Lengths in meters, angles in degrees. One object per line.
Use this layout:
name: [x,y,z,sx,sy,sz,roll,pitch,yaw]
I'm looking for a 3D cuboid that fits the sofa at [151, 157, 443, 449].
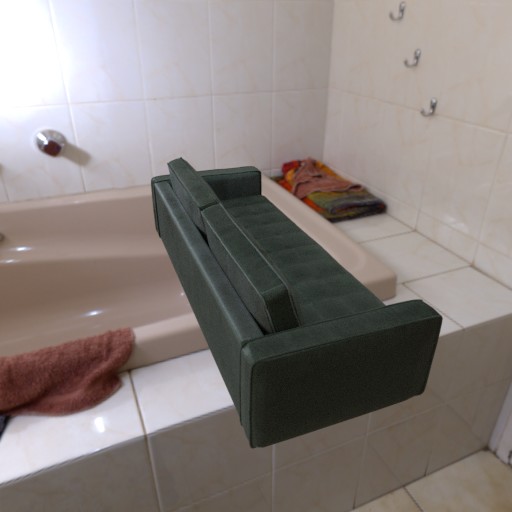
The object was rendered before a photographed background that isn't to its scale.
sofa: [0.000,0.000,2.680,0.886,0.781,2.214,-10,30,-18]
